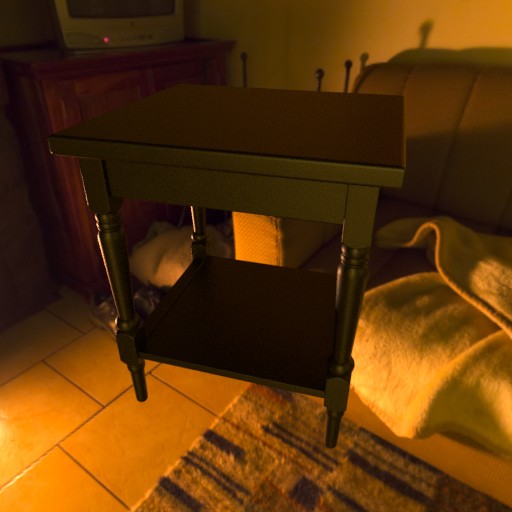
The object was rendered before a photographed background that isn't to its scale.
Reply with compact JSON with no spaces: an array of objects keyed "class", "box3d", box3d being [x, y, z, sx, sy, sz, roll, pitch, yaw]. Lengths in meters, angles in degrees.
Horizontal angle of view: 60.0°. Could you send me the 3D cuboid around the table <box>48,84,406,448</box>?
[{"class":"table","box3d":[0.000,0.000,0.892,0.488,0.565,0.442,8,32,14]}]
